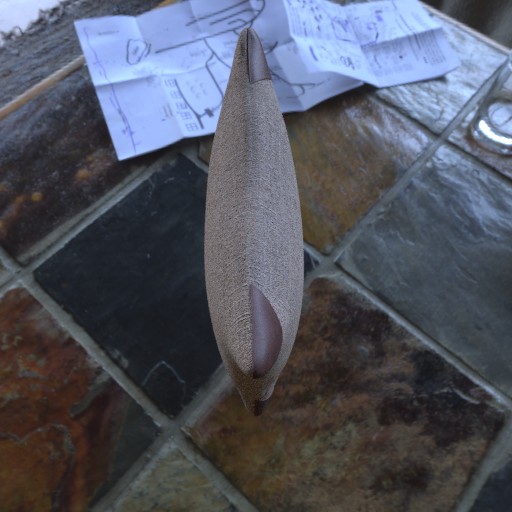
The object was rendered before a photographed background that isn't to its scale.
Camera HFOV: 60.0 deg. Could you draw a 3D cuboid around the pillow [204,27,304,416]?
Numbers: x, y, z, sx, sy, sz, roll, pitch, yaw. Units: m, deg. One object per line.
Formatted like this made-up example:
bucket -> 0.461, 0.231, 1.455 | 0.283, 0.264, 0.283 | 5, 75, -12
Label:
pillow -> 0.000, 0.000, 0.659 | 0.147, 0.448, 0.437 | -2, 64, -1
